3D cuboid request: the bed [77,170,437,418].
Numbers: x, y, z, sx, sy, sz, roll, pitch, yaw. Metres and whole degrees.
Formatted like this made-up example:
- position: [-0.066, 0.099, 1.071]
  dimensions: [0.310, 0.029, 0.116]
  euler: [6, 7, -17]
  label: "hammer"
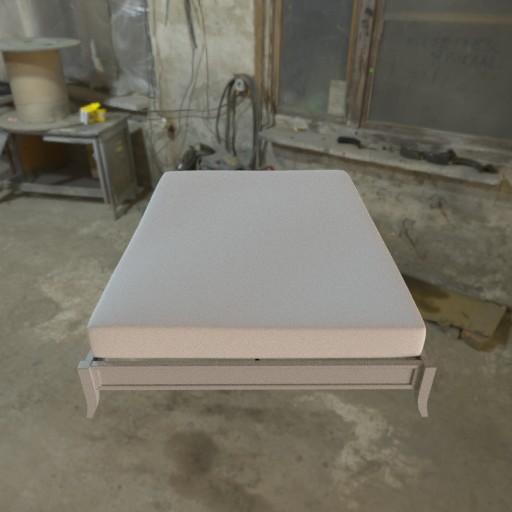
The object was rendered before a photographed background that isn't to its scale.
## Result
- position: [0.000, 0.000, 2.851]
  dimensions: [1.604, 0.510, 2.108]
  euler: [0, 31, 0]
  label: "bed"
